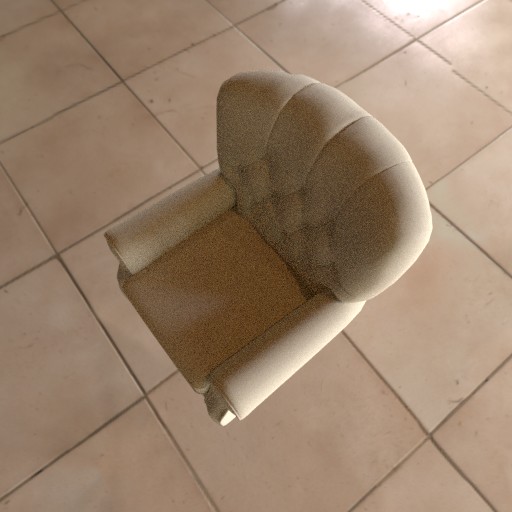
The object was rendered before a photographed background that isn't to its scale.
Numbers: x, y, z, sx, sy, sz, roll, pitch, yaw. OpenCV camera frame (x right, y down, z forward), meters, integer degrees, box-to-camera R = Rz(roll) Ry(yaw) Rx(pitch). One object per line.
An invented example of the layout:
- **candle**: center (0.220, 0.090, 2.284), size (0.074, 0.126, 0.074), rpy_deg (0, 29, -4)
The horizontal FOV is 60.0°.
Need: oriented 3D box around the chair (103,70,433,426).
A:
- **chair**: center (0.000, 0.000, 1.999), size (1.132, 1.169, 1.035), rpy_deg (-35, 69, -16)
